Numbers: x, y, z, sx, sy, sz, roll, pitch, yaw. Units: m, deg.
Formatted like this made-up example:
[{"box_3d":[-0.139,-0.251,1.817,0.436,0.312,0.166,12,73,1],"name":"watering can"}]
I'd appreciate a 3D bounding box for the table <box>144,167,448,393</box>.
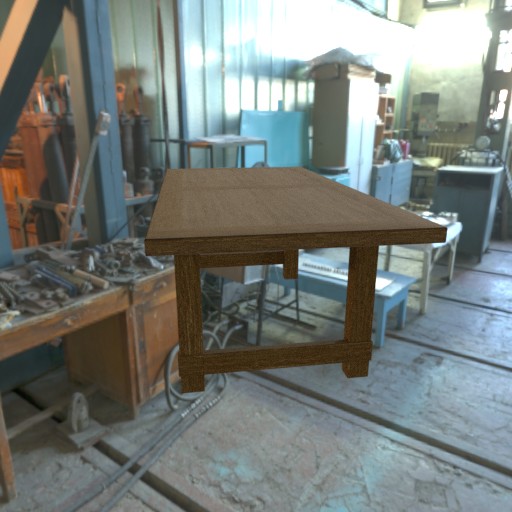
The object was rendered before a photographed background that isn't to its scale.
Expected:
[{"box_3d":[0.000,0.000,2.464,1.000,0.762,1.982,-3,17,-9],"name":"table"}]
